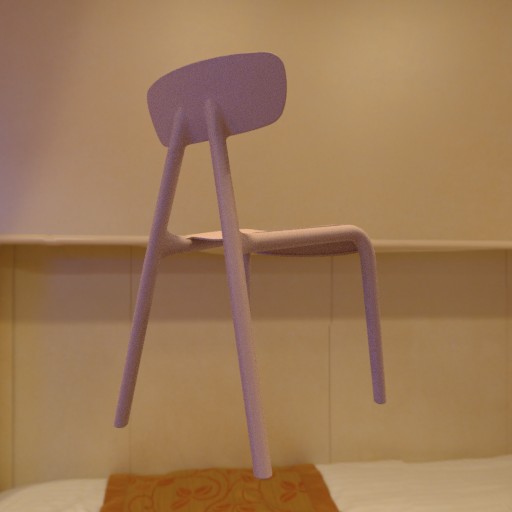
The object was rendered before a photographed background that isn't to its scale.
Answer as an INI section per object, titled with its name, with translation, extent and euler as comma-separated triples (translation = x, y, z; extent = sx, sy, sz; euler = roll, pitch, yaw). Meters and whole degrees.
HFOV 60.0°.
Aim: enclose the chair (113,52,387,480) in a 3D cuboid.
[chair]
translation = 0.000, 0.000, 0.820
extent = 0.356, 0.580, 0.401
euler = 0, 0, 36
